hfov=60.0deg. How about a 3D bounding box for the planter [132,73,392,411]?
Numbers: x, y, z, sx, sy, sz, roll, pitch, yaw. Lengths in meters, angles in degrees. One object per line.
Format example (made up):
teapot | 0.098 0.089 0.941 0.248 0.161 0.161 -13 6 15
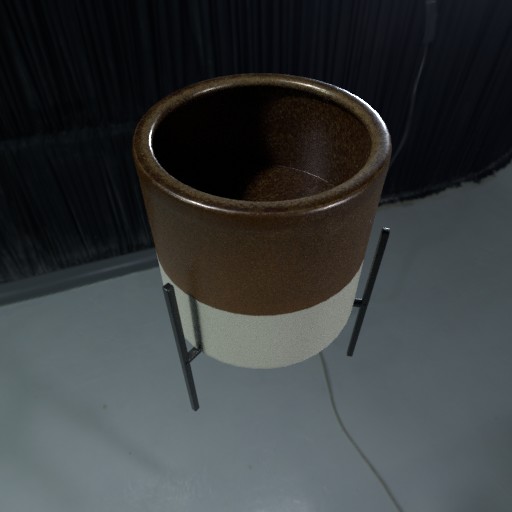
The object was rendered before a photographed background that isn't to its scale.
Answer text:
planter | 0.000 0.000 0.567 0.255 0.375 0.269 -16 49 -15
